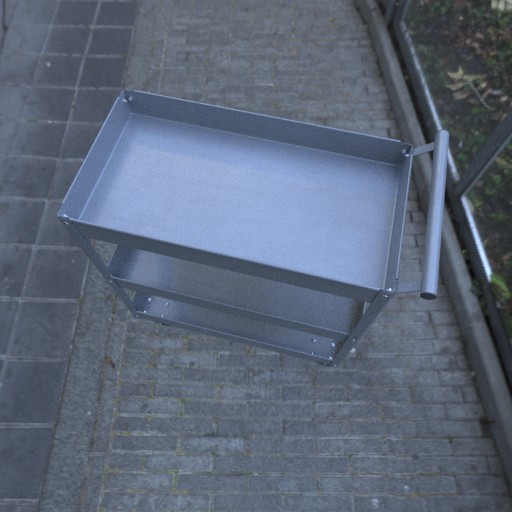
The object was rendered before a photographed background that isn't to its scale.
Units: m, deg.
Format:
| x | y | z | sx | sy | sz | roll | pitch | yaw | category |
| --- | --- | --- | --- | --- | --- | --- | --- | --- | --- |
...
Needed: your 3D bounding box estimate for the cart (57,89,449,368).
| x | y | z | sx | sy | sz | roll | pitch | yaw | category |
| --- | --- | --- | --- | --- | --- | --- | --- | --- | --- |
| 0.000 | 0.000 | 1.202 | 0.719 | 0.780 | 0.366 | 13 | 64 | 6 | cart |
